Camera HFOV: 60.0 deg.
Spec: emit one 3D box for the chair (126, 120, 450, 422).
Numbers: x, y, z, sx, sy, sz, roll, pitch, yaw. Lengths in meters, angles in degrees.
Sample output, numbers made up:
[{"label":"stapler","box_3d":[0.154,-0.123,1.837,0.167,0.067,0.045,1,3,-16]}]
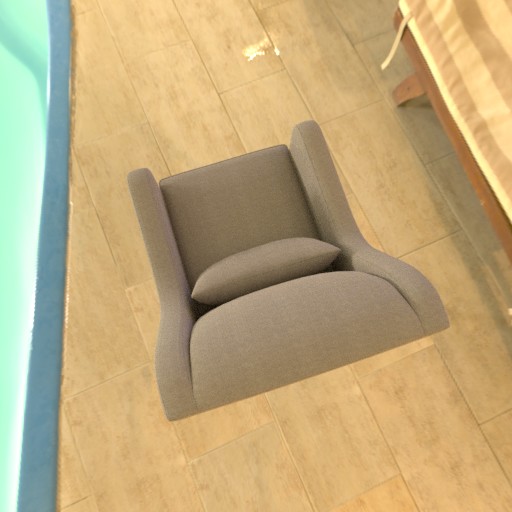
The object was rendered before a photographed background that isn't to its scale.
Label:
[{"label":"chair","box_3d":[0.000,0.000,1.595,0.715,1.017,0.890,-17,75,-5]}]
